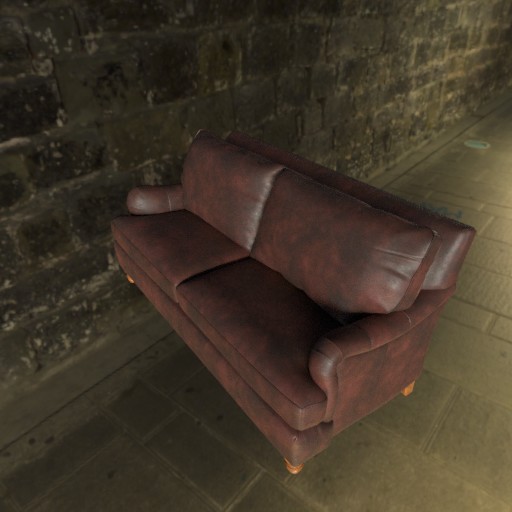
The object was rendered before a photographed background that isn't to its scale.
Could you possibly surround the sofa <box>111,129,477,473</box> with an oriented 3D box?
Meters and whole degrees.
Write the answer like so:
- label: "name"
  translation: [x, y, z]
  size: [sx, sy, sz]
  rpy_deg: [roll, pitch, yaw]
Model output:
- label: "sofa"
  translation: [0.000, 0.000, 2.745]
  size: [1.147, 1.071, 2.144]
  rpy_deg: [-21, 37, -30]
